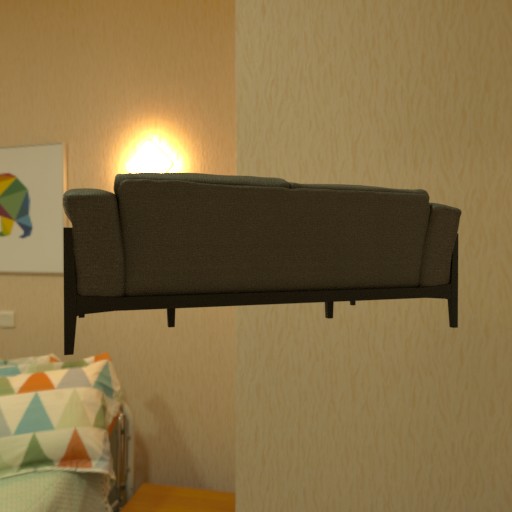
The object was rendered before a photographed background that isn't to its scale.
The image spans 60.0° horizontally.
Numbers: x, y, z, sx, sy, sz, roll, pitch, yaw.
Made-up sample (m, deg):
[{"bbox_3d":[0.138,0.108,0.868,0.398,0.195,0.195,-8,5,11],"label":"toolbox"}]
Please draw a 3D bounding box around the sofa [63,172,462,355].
[{"bbox_3d":[0.000,0.000,2.187,1.690,0.656,0.960,0,1,-19],"label":"sofa"}]
